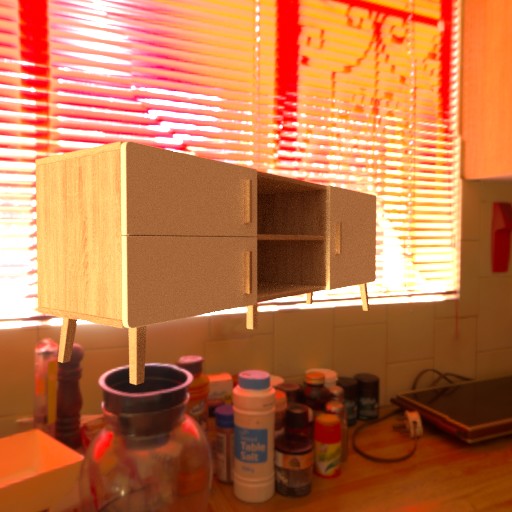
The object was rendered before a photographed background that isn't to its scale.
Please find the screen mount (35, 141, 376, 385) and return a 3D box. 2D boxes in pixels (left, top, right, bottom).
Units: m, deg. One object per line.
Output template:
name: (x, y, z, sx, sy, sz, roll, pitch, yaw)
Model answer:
screen mount: (0.000, 0.000, 1.721, 0.420, 0.570, 1.500, 1, 2, 36)
